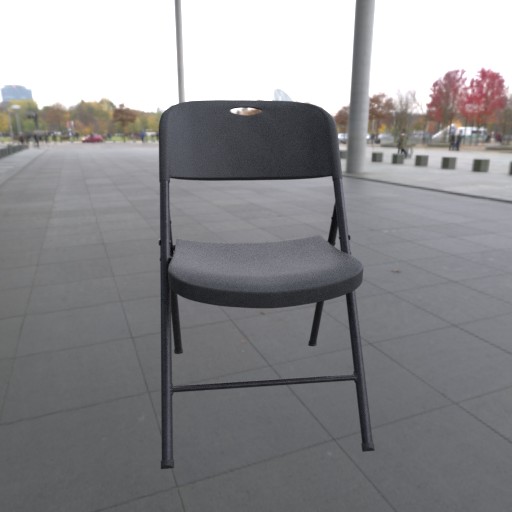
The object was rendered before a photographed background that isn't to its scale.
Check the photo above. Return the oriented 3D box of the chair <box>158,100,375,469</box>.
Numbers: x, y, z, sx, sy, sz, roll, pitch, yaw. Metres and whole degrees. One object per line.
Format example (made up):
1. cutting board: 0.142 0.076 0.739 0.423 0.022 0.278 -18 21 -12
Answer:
1. chair: 0.000 0.000 1.163 0.494 0.810 0.567 -2 16 -7
